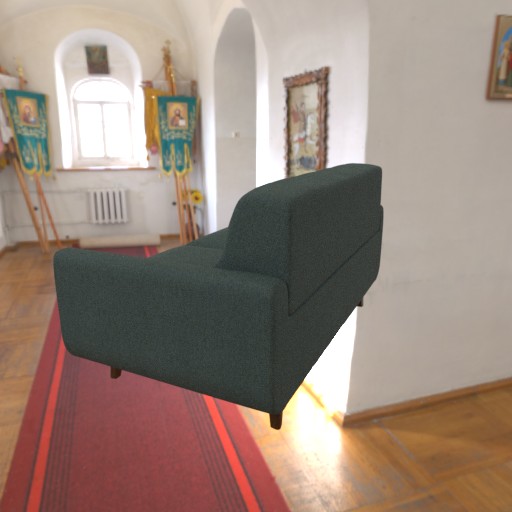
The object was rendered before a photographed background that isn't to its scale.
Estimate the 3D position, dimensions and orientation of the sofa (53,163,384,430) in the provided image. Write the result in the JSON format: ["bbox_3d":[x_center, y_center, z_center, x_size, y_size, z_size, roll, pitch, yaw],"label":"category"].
[{"bbox_3d":[0.000,0.000,2.159,0.909,0.841,1.631,8,18,25],"label":"sofa"}]
